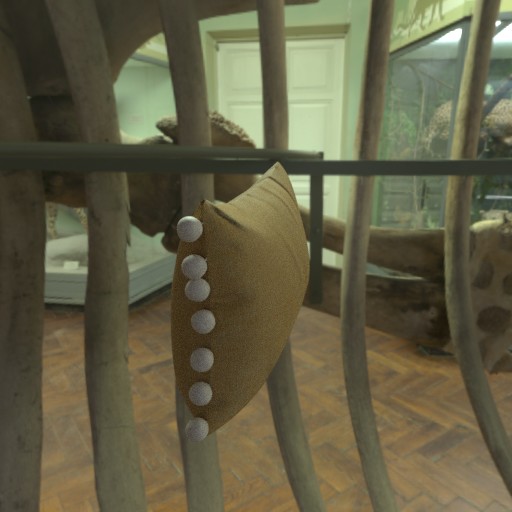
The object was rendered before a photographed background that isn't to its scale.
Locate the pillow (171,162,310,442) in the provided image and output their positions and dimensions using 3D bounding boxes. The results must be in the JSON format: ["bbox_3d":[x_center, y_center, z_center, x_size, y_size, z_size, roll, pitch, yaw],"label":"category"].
[{"bbox_3d":[0.000,0.000,0.840,0.201,0.322,0.709,3,15,10],"label":"pillow"}]
